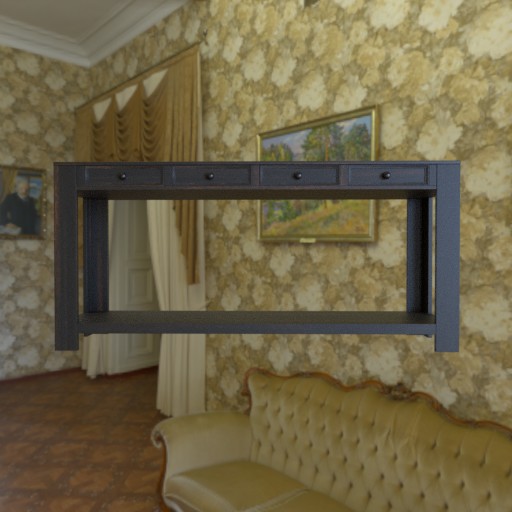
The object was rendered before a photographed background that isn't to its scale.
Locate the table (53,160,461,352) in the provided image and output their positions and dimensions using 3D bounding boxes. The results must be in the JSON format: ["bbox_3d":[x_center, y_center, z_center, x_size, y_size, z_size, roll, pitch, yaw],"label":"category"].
[{"bbox_3d":[0.000,0.000,1.957,1.631,0.762,0.384,0,1,1],"label":"table"}]
